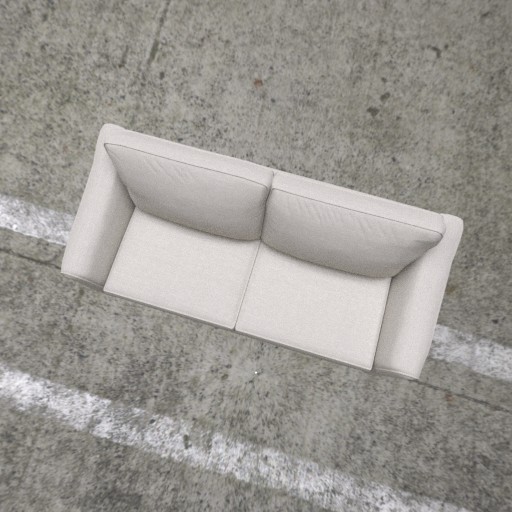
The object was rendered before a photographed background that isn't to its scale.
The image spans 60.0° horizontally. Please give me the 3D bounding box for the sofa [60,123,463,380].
[{"bbox_3d":[0.000,0.000,2.807,2.270,0.965,0.980,16,76,4],"label":"sofa"}]
